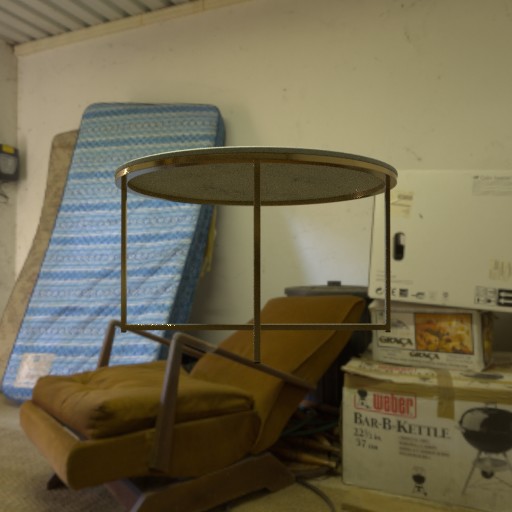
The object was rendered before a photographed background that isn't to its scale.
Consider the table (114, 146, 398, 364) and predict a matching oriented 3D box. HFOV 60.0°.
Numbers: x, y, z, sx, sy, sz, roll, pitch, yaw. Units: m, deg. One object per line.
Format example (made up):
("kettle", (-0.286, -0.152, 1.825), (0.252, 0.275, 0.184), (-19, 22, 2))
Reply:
("table", (0.000, 0.000, 1.311), (0.800, 0.450, 0.800), (0, -1, 0))
